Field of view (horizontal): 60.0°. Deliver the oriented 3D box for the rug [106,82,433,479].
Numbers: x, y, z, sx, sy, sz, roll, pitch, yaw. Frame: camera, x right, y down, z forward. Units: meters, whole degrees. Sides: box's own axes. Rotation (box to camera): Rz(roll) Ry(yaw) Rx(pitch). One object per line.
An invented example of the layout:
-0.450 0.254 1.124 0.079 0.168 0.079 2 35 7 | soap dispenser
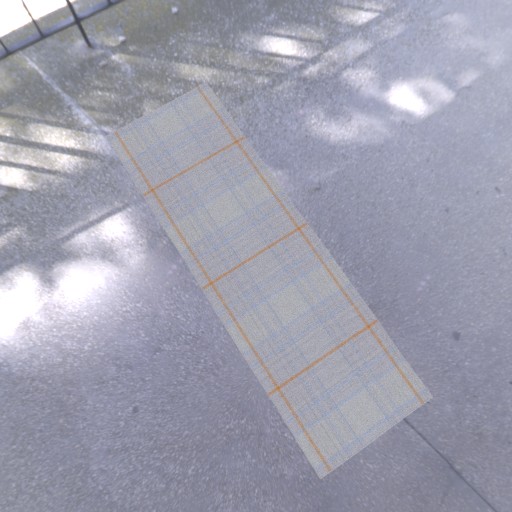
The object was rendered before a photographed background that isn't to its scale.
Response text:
0.000 0.000 2.689 0.770 0.016 2.442 -32 77 -8 | rug
